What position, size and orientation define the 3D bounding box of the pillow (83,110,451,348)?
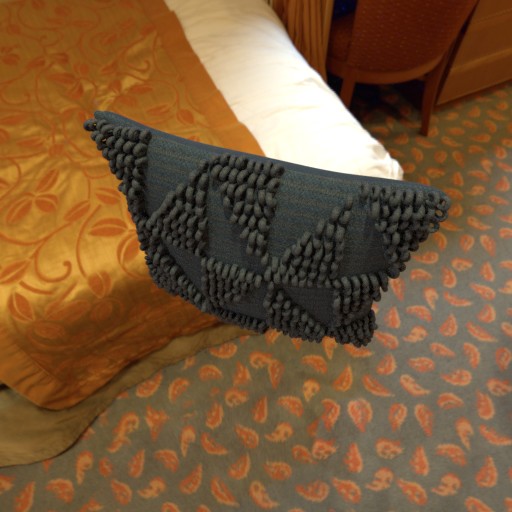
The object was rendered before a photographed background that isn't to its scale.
[{"bbox_3d":[0.000,0.000,0.725,0.469,0.466,0.172,15,59,9],"label":"pillow"}]
